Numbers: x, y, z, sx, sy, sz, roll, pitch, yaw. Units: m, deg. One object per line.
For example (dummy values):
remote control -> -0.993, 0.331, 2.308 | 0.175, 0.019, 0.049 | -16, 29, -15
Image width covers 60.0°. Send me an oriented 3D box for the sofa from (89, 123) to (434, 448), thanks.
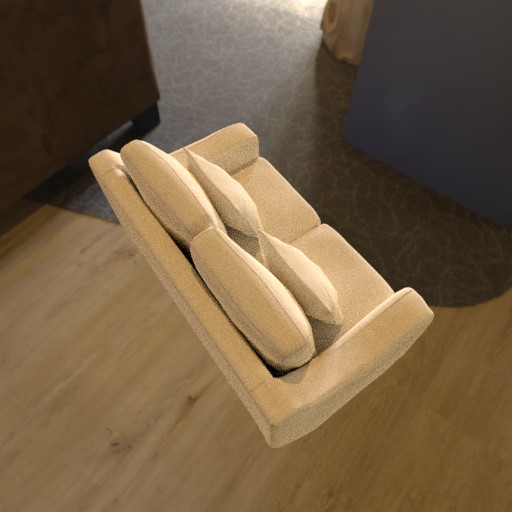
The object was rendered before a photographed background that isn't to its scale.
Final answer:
sofa -> 0.000, 0.000, 2.457 | 1.040, 1.047, 1.744 | -31, 62, -18
